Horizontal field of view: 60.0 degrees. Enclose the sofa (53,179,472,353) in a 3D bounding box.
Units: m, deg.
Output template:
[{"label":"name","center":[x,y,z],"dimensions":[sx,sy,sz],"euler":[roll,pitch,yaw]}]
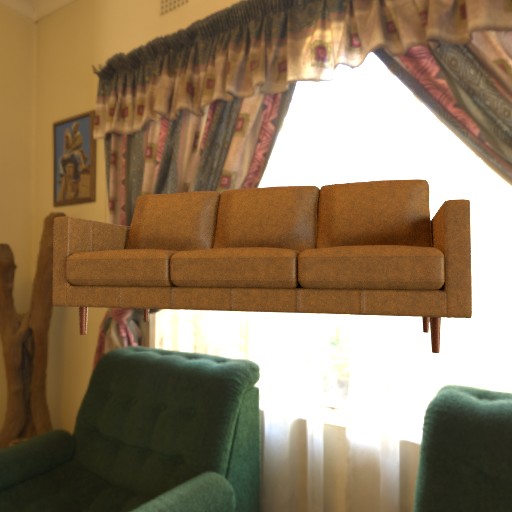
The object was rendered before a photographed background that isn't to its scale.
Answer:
[{"label":"sofa","center":[0.000,0.000,2.653],"dimensions":[2.231,0.930,0.903],"euler":[-1,-2,17]}]
